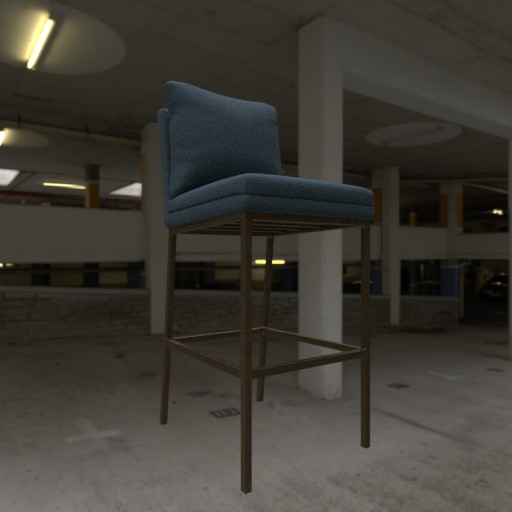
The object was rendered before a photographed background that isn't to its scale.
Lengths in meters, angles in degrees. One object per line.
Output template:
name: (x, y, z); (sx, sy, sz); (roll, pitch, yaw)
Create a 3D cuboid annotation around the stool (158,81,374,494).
stool: (0.000, 0.000, 1.394); (0.463, 1.124, 0.568); (0, 0, -35)
